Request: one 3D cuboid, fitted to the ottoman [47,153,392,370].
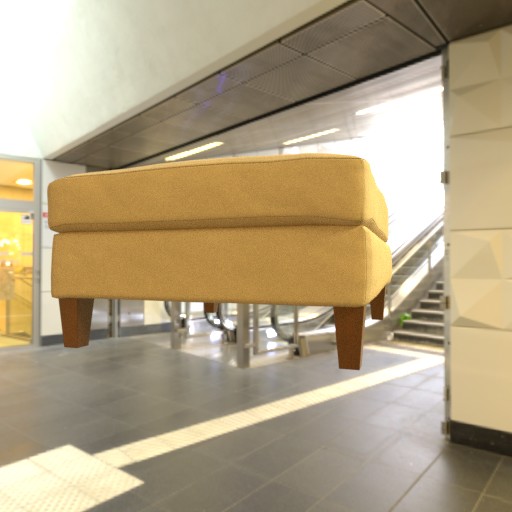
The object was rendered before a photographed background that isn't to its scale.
[{"bbox_3d":[0.000,0.000,1.475,0.836,0.492,1.002,0,-1,19],"label":"ottoman"}]
